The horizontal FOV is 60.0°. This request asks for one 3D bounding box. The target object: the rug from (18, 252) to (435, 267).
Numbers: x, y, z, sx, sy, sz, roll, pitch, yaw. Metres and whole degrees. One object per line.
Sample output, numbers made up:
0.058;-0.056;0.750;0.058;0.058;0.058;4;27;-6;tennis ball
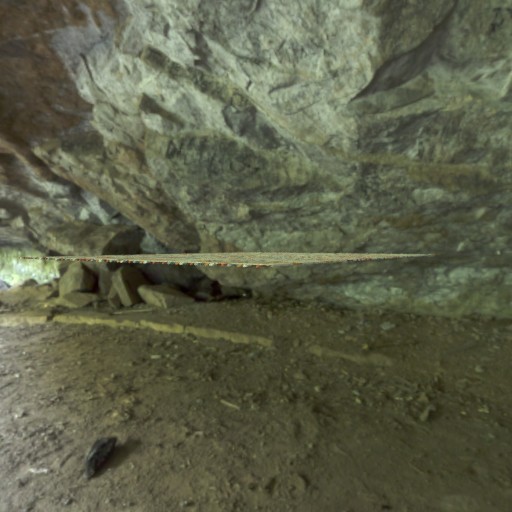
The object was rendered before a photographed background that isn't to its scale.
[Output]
0.000;0.000;4.225;2.439;0.015;3.274;1;2;36;rug
